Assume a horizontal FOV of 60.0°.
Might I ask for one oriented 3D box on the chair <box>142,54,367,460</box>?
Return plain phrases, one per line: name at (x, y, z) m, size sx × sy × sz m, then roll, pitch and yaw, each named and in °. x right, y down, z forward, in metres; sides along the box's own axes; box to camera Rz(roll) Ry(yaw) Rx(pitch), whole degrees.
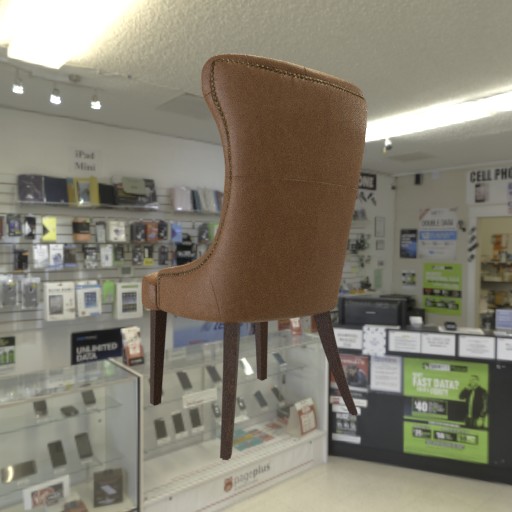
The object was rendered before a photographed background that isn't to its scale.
chair at (0.000, 0.000, 1.489) m, size 0.611 × 1.065 × 0.669 m, roll -1°, pitch 2°, yaw -37°
